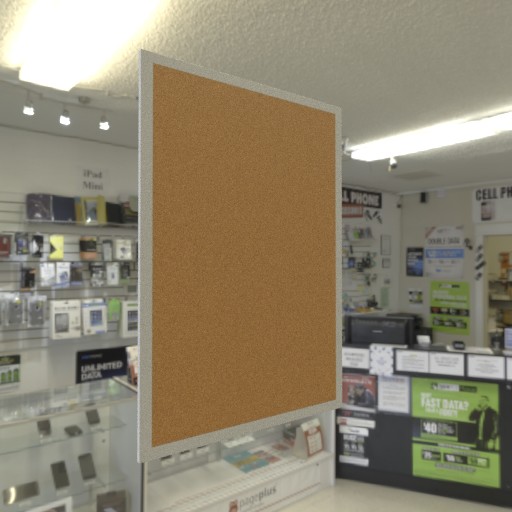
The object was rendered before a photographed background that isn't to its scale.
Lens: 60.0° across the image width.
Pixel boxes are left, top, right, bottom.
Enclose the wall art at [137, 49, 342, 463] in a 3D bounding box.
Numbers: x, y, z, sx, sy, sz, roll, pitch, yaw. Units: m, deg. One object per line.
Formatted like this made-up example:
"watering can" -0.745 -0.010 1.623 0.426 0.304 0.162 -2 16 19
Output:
"wall art" 0.000 0.000 1.203 0.659 0.940 0.013 1 -1 -36
